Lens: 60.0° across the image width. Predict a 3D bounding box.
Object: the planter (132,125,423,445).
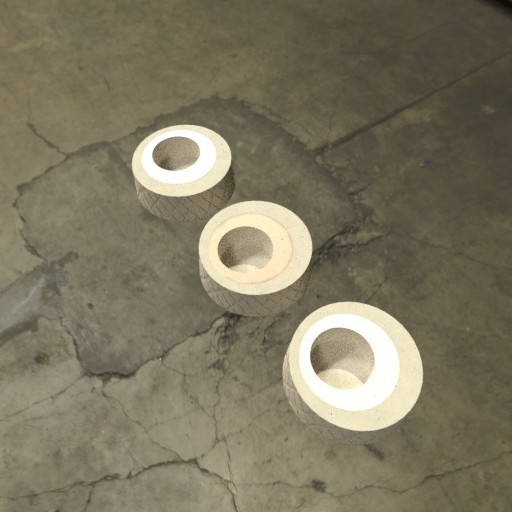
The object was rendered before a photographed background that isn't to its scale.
[{"bbox_3d":[0.000,0.000,0.433,0.114,0.038,0.390,-31,62,-18],"label":"planter"}]
